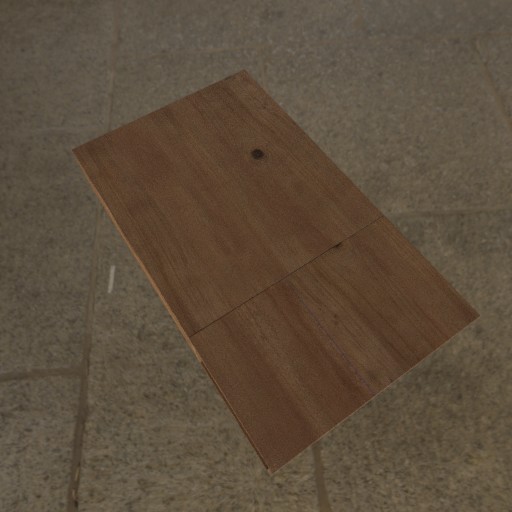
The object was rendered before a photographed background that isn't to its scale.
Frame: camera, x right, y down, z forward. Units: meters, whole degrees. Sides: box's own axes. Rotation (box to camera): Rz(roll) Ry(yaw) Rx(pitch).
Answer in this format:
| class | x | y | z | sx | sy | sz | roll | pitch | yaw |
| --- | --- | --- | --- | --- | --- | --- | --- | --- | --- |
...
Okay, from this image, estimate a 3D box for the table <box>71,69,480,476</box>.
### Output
| class | x | y | z | sx | sy | sz | roll | pitch | yaw |
| --- | --- | --- | --- | --- | --- | --- | --- | --- | --- |
| table | 0.000 | 0.000 | 1.437 | 0.655 | 0.395 | 1.101 | -31 | 67 | -15 |
